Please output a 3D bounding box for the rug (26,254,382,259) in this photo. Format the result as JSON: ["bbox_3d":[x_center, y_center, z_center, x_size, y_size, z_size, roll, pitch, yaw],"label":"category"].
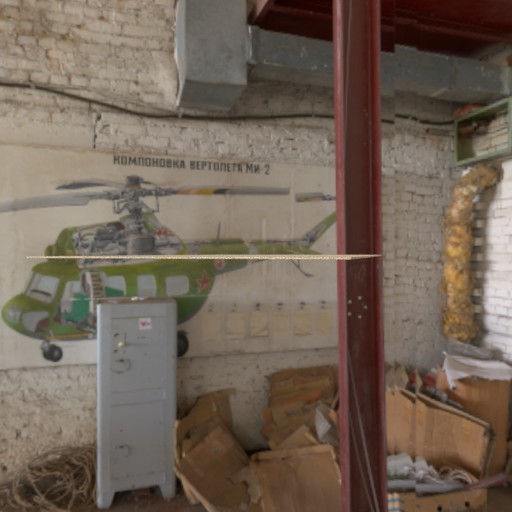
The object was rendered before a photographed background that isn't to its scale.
[{"bbox_3d":[0.000,0.000,2.231,1.142,0.006,1.752,0,0,19],"label":"rug"}]
